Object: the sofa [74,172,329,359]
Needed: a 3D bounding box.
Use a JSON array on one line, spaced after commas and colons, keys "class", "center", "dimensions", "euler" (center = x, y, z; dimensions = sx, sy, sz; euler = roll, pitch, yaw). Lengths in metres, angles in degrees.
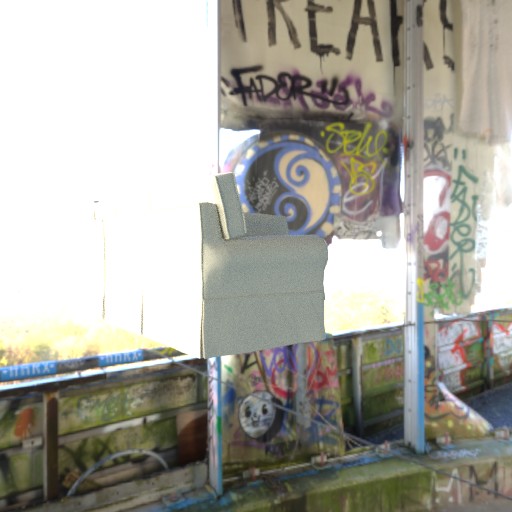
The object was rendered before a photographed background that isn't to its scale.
[{"class": "sofa", "center": [0.000, 0.000, 4.111], "dimensions": [2.597, 1.070, 2.591], "euler": [0, 1, -37]}]
